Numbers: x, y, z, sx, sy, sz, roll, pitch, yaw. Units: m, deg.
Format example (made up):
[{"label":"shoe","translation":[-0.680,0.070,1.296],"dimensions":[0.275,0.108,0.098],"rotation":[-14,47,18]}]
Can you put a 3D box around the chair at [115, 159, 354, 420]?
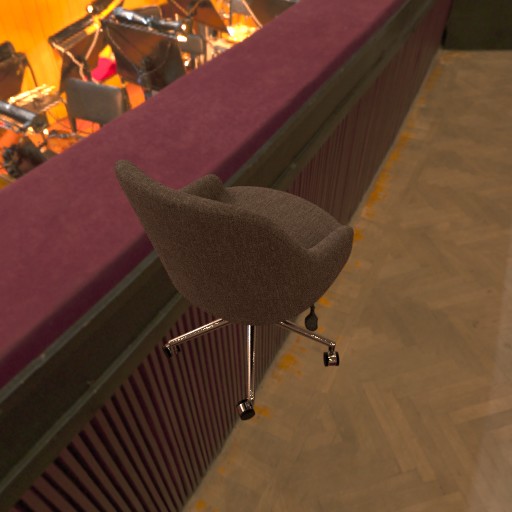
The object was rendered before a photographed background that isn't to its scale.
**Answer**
[{"label":"chair","translation":[0.000,0.000,1.440],"dimensions":[0.671,0.950,0.712],"rotation":[24,50,22]}]
